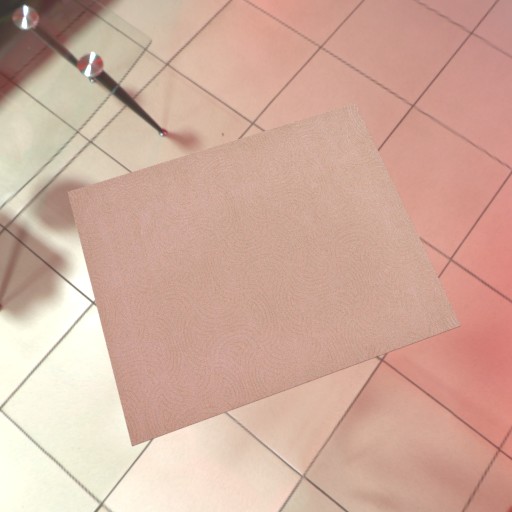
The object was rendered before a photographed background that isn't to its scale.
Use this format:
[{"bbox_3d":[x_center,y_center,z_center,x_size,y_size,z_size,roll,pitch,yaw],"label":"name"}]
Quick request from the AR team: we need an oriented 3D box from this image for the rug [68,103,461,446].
[{"bbox_3d":[0.000,0.000,3.521,2.584,0.011,2.073,-19,75,-5],"label":"rug"}]
